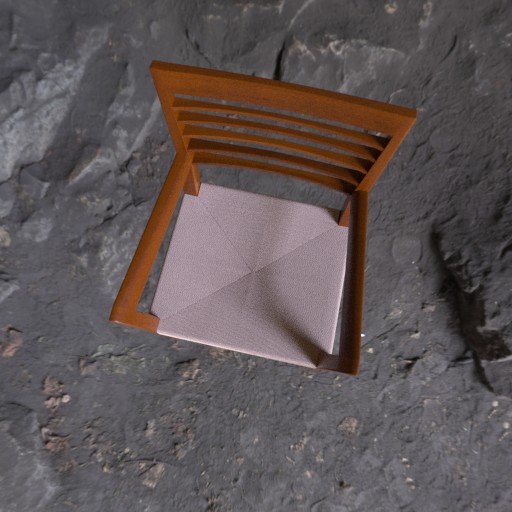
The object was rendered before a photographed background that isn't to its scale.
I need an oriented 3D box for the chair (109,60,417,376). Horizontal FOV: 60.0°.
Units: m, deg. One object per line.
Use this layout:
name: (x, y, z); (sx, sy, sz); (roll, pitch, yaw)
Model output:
chair: (0.000, 0.000, 1.253); (0.587, 0.855, 0.540); (12, 76, 3)
